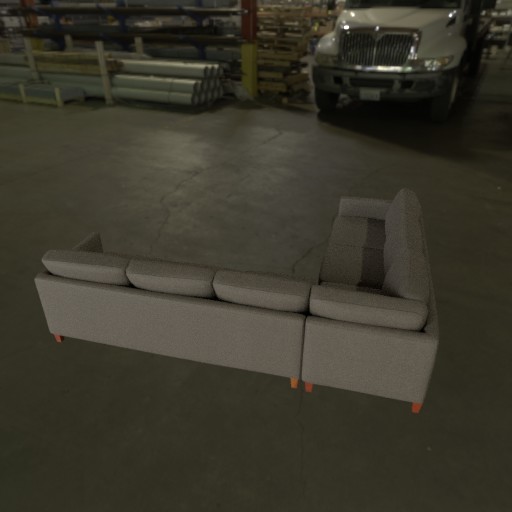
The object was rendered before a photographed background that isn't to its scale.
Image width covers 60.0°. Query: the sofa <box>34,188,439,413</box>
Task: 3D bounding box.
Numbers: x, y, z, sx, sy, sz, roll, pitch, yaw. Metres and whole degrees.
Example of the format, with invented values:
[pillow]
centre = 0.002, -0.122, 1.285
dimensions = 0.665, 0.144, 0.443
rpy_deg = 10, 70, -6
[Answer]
[sofa]
centre = 0.000, 0.000, 4.569
dimensions = 3.302, 0.947, 2.593
rpy_deg = 7, 30, 13
